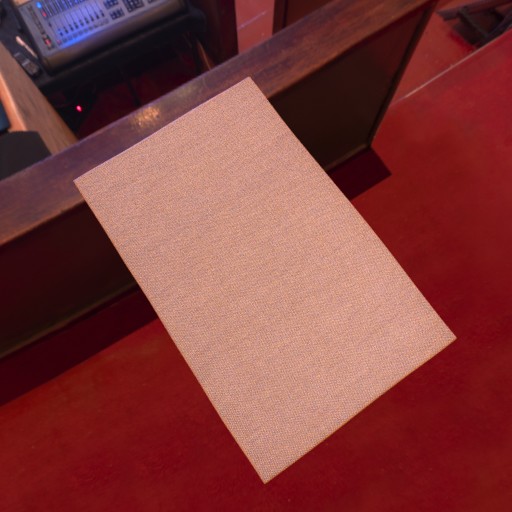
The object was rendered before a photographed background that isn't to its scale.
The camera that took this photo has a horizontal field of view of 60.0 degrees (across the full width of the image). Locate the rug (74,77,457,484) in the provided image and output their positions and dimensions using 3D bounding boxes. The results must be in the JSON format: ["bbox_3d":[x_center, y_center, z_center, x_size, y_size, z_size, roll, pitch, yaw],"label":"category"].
[{"bbox_3d":[0.000,0.000,2.113,1.078,0.013,1.678,-34,78,-8],"label":"rug"}]
